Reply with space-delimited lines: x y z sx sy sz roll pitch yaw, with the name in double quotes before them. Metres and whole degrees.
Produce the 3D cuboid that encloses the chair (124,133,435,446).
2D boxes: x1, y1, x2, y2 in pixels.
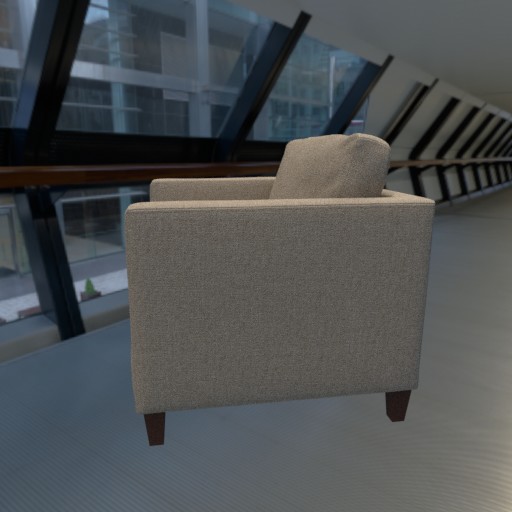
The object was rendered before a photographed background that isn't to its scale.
"chair" 0.000 0.000 1.834 0.959 0.961 1.107 -2 14 -9
